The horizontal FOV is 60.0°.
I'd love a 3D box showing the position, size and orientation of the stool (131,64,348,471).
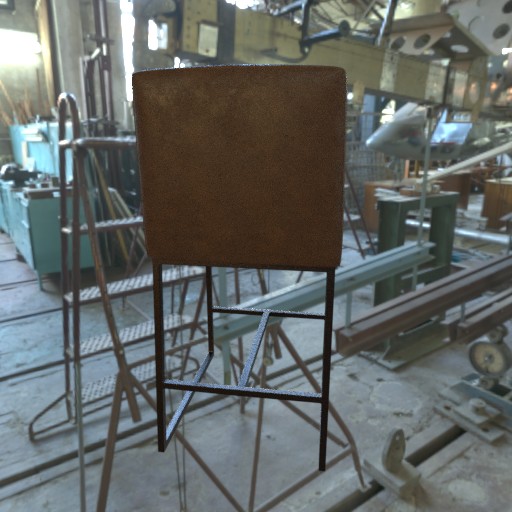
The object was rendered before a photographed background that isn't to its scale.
[{"bbox_3d":[0.000,0.000,1.259,0.463,0.942,0.562,3,16,9],"label":"stool"}]
